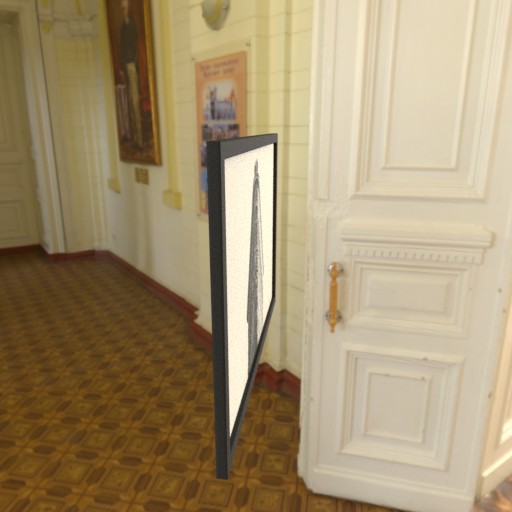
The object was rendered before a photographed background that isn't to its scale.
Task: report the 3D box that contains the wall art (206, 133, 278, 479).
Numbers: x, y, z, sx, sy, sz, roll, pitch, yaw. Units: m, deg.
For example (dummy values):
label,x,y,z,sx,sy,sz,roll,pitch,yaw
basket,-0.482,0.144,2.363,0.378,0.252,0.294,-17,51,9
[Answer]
label,x,y,z,sx,sy,sz,roll,pitch,yaw
wall art,0.000,0.000,1.259,0.049,0.659,0.964,3,16,9
